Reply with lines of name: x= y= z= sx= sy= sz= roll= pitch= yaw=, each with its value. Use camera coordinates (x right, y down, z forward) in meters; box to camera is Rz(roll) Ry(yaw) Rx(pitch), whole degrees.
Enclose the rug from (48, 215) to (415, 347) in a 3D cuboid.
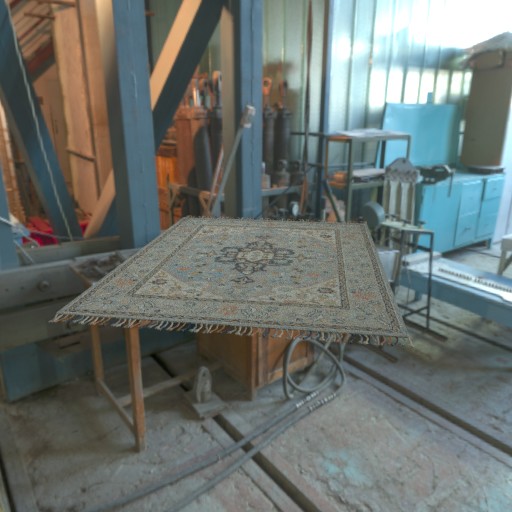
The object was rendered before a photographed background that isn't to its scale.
rug: x=0.000 y=0.000 z=4.304 sx=2.379 sy=0.011 sz=3.221 roll=3 pitch=18 yaw=8
